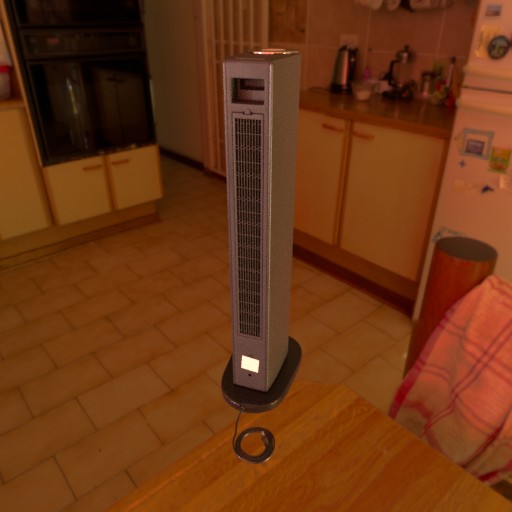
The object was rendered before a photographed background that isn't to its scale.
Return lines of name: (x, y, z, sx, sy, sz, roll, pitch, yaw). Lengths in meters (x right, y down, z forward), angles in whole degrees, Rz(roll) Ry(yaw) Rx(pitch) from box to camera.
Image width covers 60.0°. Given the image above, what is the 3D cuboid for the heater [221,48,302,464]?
heater: (0.000, 0.000, 1.033, 0.214, 0.856, 0.458, 9, 30, 17)
